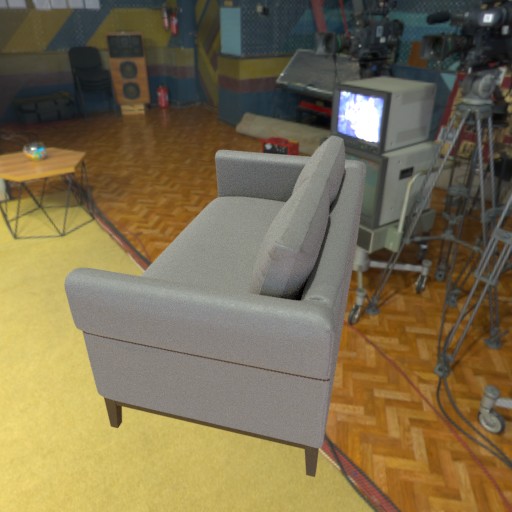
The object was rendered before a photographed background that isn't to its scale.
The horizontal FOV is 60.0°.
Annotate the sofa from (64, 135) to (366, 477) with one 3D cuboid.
[{"bbox_3d":[0.000,0.000,2.125,0.899,0.873,1.598,8,30,13],"label":"sofa"}]
